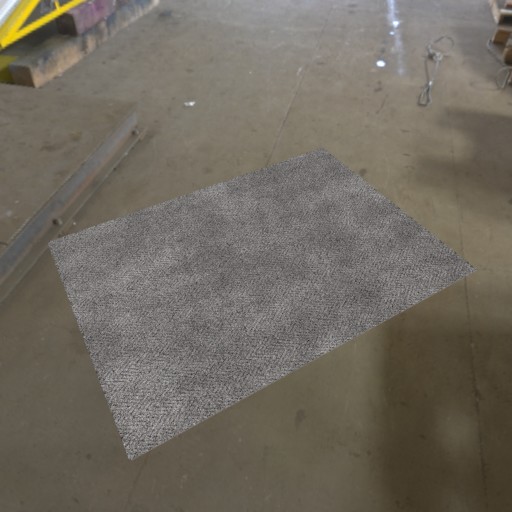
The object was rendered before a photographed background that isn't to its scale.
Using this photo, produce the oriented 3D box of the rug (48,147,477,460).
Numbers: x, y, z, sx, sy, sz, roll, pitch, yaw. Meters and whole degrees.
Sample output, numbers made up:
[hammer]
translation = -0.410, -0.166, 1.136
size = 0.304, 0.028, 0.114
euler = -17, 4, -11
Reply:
[rug]
translation = 0.000, 0.000, 2.823
size = 2.235, 0.008, 1.600
euler = -23, 50, -21
